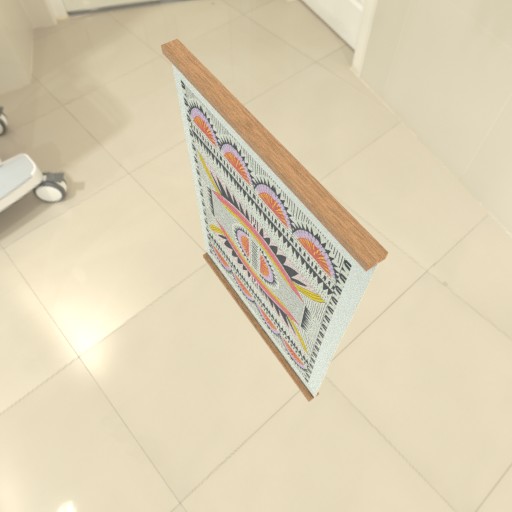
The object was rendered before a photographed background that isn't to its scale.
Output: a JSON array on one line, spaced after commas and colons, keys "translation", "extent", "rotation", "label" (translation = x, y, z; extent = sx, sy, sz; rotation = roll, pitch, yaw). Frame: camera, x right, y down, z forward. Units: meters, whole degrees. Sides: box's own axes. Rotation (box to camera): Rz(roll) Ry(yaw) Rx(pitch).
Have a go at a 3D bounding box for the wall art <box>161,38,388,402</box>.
[{"translation": [0.000, 0.000, 0.821], "extent": [0.028, 0.609, 0.456], "rotation": [-31, 64, -17], "label": "wall art"}]
